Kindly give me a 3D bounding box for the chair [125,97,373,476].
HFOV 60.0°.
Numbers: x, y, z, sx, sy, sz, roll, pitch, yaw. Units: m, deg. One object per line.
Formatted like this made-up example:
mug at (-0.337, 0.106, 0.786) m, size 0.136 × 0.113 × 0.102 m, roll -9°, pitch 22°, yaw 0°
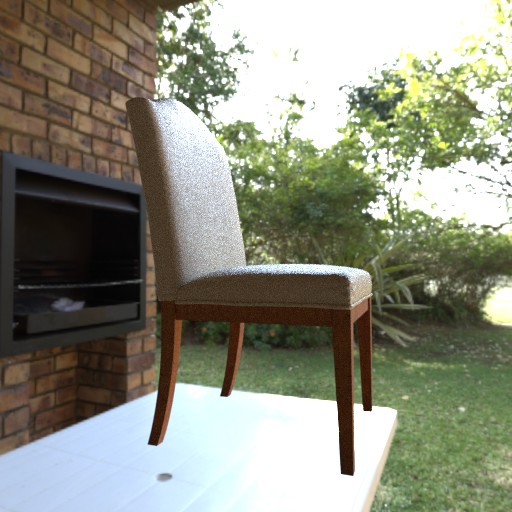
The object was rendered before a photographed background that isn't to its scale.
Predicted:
chair at (0.000, 0.000, 1.356) m, size 0.648 × 1.012 × 0.534 m, roll -1°, pitch -2°, yaw 20°
